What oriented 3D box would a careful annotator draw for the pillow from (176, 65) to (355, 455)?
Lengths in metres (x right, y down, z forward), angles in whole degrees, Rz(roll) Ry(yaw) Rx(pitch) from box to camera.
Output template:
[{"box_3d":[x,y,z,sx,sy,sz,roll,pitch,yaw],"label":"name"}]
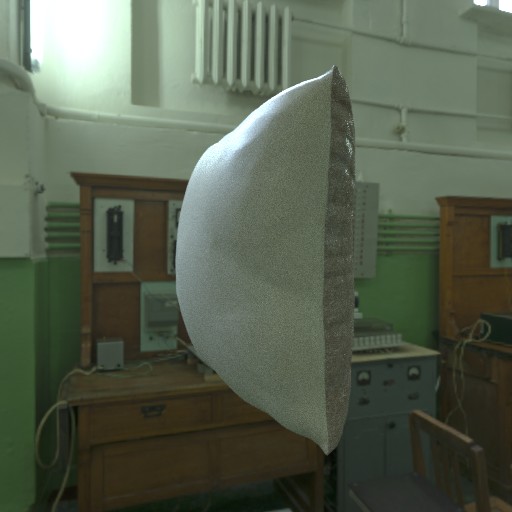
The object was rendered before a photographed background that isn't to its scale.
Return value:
[{"box_3d":[0.000,0.000,0.709,0.245,0.448,0.450,0,1,-20],"label":"pillow"}]
